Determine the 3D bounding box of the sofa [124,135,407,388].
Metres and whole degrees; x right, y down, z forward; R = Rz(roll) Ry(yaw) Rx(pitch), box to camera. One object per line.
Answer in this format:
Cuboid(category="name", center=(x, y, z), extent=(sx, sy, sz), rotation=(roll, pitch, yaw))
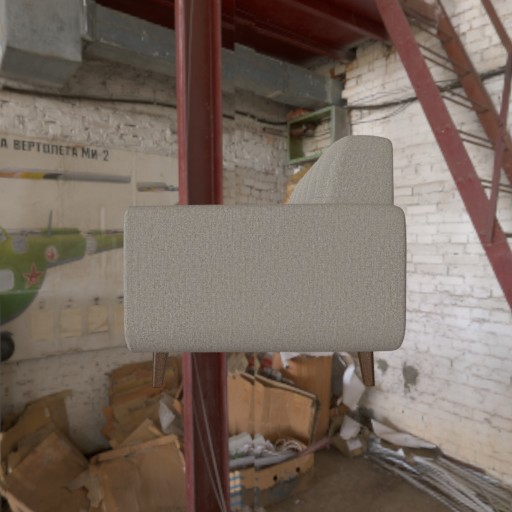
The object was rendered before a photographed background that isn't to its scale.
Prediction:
Cuboid(category="sofa", center=(0.000, 0.000, 2.256), extent=(0.952, 0.925, 1.651), rotation=(0, 2, -1))
